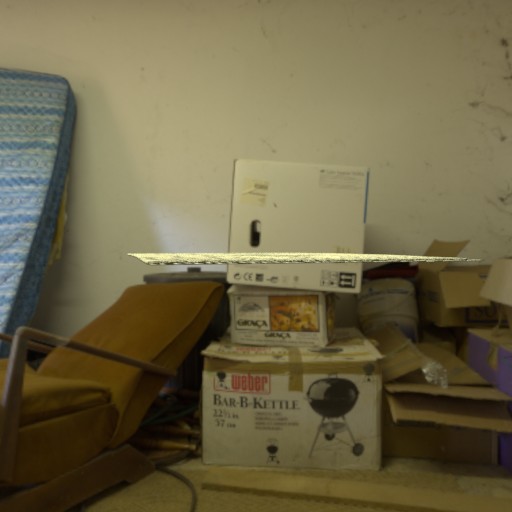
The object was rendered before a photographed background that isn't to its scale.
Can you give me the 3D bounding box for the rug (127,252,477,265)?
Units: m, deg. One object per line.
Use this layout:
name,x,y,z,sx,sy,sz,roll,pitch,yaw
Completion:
rug,0.000,0.000,3.969,2.125,0.028,3.027,0,1,-18
